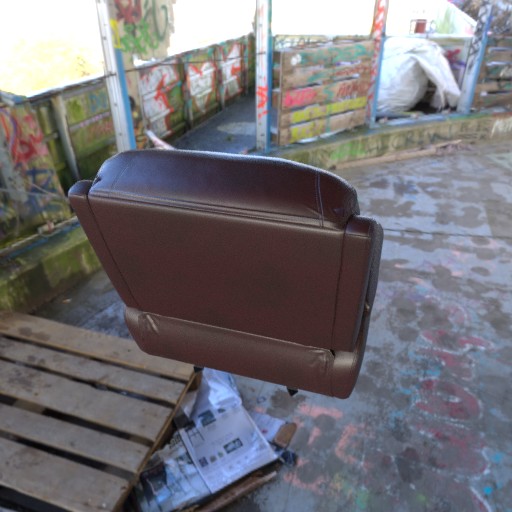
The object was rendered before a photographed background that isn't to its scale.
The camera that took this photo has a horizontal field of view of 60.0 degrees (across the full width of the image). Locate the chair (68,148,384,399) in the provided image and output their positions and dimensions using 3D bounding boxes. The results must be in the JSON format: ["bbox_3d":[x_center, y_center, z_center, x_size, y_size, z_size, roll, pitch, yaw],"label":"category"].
[{"bbox_3d":[0.000,0.000,1.722,0.930,1.011,0.899,9,33,15],"label":"chair"}]
